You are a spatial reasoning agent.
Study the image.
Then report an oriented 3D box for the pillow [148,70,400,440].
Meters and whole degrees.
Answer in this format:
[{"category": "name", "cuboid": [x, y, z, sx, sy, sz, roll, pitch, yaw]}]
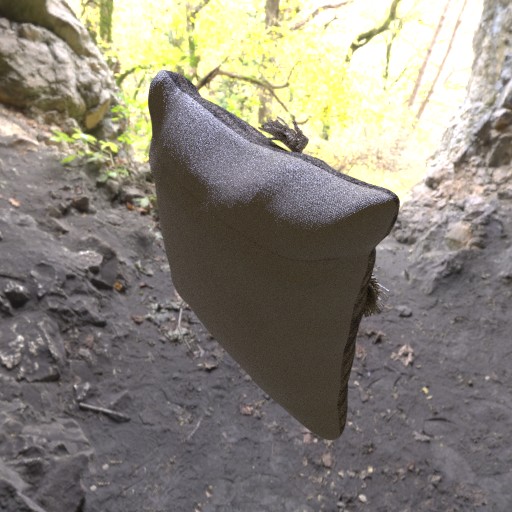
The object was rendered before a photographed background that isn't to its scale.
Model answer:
[{"category": "pillow", "cuboid": [0.000, 0.000, 0.738, 0.234, 0.490, 0.484, -27, 48, -27]}]
